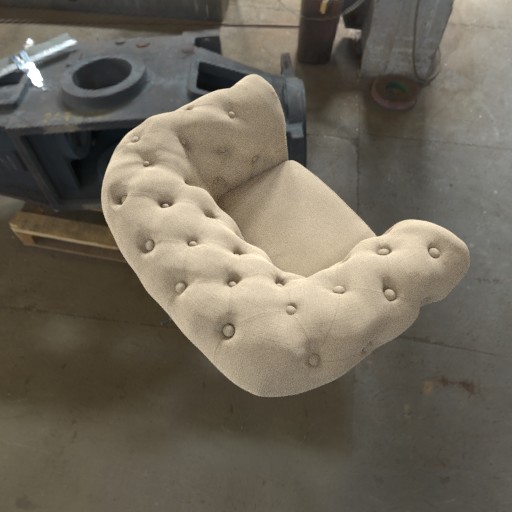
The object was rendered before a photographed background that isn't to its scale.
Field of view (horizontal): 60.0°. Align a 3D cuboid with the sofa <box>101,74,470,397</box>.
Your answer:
[{"bbox_3d":[0.000,0.000,2.047,1.034,0.878,1.405,-33,63,-19],"label":"sofa"}]
